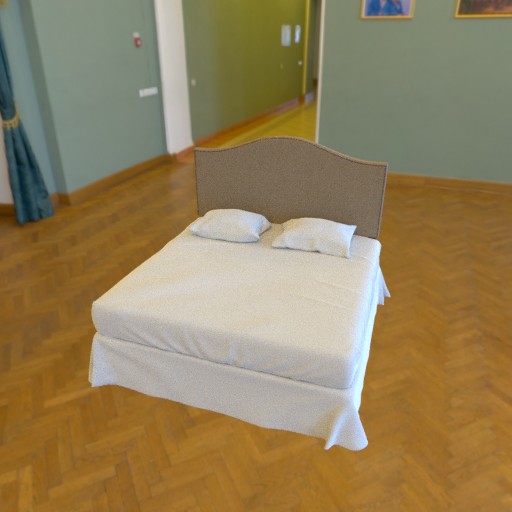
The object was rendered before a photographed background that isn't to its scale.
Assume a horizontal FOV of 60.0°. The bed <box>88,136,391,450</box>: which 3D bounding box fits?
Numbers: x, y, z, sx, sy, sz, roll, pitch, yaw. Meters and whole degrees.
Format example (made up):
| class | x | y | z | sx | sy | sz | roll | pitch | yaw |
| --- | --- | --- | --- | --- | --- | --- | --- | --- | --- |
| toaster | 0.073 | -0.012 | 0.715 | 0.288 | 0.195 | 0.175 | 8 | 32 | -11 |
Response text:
| class | x | y | z | sx | sy | sz | roll | pitch | yaw |
| --- | --- | --- | --- | --- | --- | --- | --- | --- | --- |
| bed | 0.000 | 0.000 | 3.809 | 2.311 | 1.651 | 2.222 | 9 | 28 | 17 |
